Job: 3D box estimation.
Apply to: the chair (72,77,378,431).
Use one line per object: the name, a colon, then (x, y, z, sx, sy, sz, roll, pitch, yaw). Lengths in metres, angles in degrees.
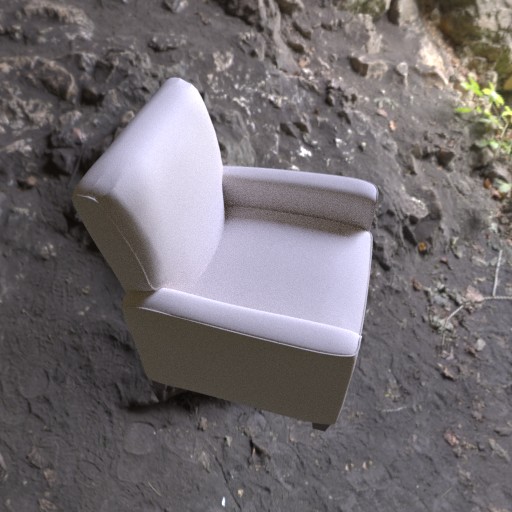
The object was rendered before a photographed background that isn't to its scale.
chair: (0.000, 0.000, 1.647, 0.858, 1.028, 0.841, 11, 49, 10)
